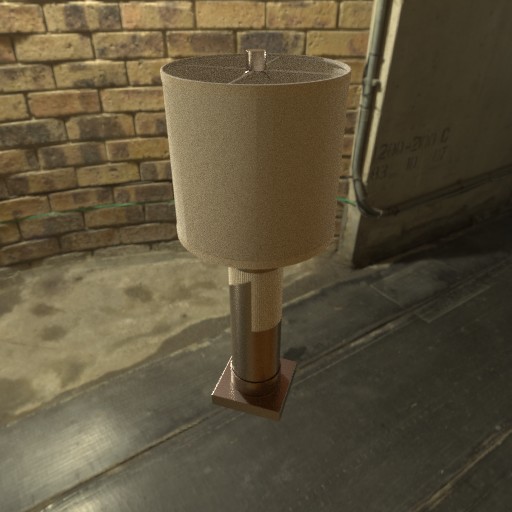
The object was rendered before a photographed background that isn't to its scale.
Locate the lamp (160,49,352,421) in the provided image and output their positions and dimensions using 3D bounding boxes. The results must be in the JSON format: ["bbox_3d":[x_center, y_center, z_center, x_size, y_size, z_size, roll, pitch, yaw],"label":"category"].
[{"bbox_3d":[0.000,0.000,0.601,0.202,0.509,0.202,10,33,15],"label":"lamp"}]
